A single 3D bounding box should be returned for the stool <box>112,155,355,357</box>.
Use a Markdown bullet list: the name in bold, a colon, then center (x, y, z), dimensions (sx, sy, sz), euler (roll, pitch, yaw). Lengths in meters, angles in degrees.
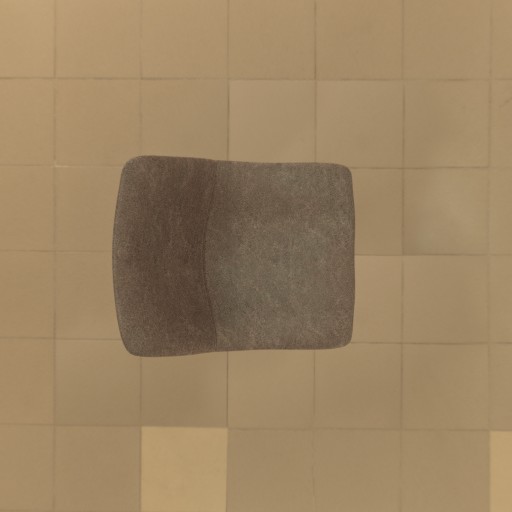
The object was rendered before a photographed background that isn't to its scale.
- **stool**: center (0.000, 0.000, 1.400), dimensions (0.561, 1.082, 0.514), euler (0, 90, 1)
